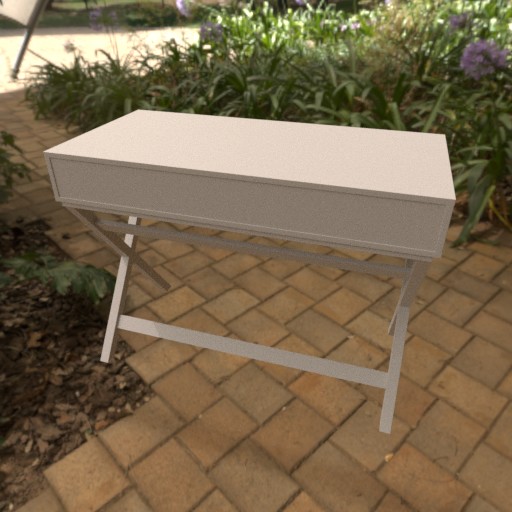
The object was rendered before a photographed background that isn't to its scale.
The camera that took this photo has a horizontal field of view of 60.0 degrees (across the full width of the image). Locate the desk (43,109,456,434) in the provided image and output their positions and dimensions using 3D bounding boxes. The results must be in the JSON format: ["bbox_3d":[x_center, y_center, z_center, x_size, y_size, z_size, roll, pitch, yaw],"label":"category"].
[{"bbox_3d":[0.000,0.000,1.494,1.057,0.780,0.525,9,33,15],"label":"desk"}]
